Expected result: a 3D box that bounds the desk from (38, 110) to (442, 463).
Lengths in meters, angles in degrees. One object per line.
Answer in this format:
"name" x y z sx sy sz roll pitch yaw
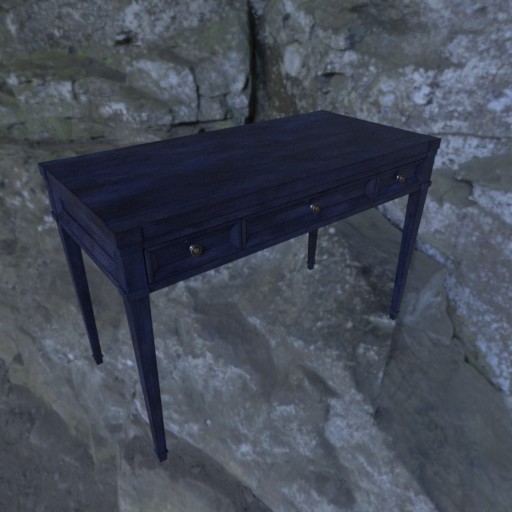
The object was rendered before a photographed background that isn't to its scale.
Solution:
"desk" 0.000 0.000 1.766 1.289 0.861 0.630 -21 36 -32
